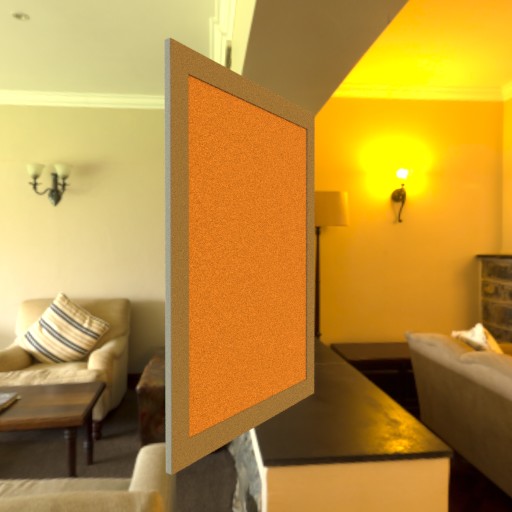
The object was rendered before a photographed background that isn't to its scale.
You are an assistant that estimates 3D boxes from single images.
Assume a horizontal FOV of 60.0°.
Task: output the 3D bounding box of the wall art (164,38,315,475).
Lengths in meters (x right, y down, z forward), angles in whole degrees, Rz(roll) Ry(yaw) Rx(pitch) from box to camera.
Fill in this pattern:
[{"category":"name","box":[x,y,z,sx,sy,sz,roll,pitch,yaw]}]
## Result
[{"category":"wall art","box":[0.000,0.000,0.691,0.012,0.529,0.374,1,1,35]}]
